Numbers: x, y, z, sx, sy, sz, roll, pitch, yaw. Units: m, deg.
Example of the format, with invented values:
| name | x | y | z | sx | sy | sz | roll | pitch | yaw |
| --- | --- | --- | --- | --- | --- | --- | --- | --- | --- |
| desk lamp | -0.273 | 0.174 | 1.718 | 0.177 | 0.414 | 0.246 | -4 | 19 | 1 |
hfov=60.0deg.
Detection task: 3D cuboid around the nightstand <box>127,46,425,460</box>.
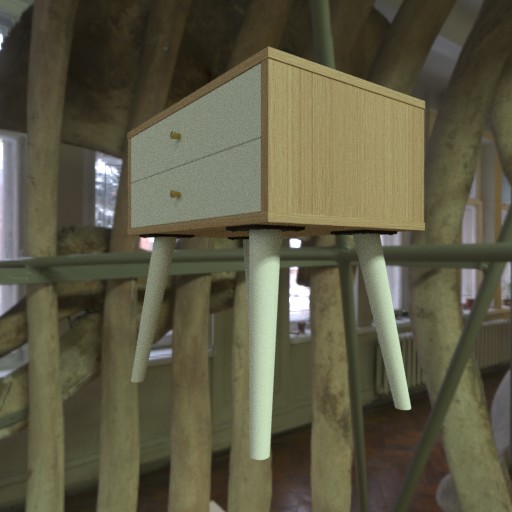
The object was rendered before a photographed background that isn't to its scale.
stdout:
| name | x | y | z | sx | sy | sz | roll | pitch | yaw |
| --- | --- | --- | --- | --- | --- | --- | --- | --- | --- |
| nightstand | 0.000 | 0.000 | 0.984 | 0.407 | 0.610 | 0.571 | 0 | 0 | -36 |
